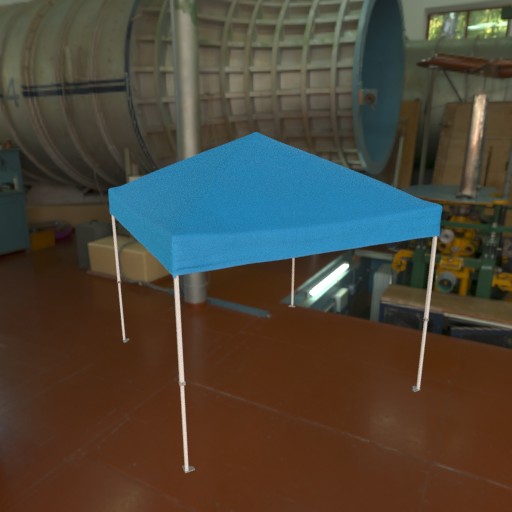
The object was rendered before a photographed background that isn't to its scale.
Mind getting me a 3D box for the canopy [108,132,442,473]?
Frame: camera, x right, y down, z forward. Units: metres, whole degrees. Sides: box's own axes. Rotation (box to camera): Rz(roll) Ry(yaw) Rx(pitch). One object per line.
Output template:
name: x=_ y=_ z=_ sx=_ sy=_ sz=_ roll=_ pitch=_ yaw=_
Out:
canopy: x=0.000 y=0.000 z=5.568 sx=2.998 sy=2.997 sz=2.996 roll=-8 pitch=18 yaw=-26
